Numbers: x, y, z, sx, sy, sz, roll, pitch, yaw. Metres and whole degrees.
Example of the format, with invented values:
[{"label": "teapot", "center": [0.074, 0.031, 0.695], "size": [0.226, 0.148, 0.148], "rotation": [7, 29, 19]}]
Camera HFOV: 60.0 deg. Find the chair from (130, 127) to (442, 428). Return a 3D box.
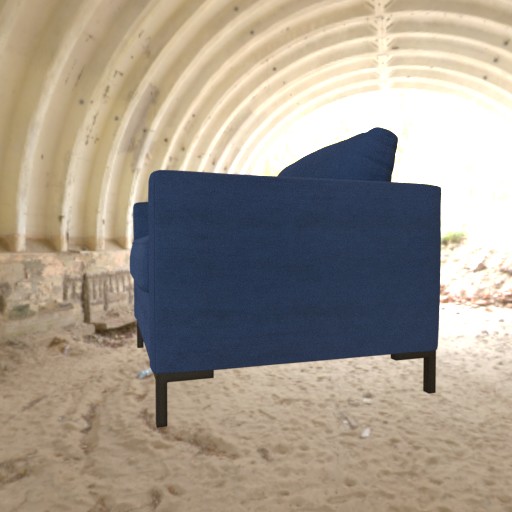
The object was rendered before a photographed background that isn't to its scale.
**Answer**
[{"label": "chair", "center": [0.000, 0.000, 1.624], "size": [0.875, 0.812, 0.964], "rotation": [-1, 2, -18]}]
